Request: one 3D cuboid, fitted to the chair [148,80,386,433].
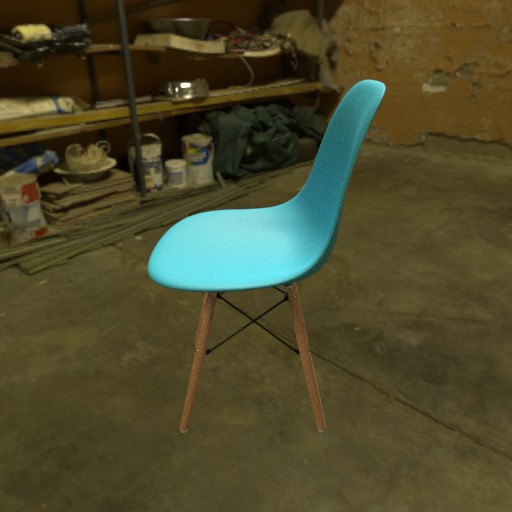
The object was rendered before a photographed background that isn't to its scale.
[{"bbox_3d":[0.000,0.000,1.126,0.531,0.826,0.470,0,26,-1],"label":"chair"}]
